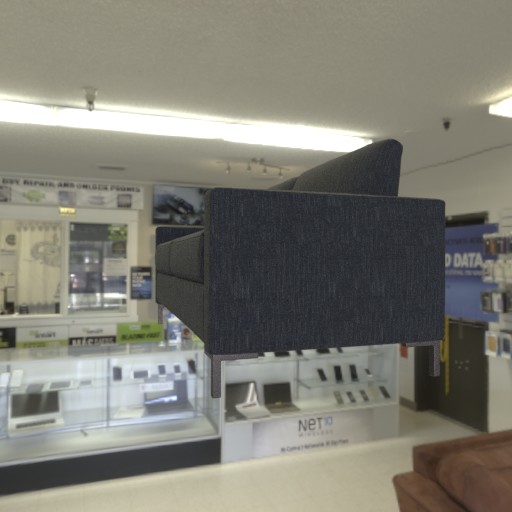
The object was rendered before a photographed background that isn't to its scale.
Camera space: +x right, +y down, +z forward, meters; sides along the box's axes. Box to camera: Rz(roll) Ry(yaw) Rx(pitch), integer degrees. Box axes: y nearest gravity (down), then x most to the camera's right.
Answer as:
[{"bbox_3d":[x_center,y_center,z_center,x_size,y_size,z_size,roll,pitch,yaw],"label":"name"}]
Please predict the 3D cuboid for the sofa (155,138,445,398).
[{"bbox_3d":[0.000,0.000,2.217,0.866,0.862,1.716,0,-1,-18],"label":"sofa"}]
